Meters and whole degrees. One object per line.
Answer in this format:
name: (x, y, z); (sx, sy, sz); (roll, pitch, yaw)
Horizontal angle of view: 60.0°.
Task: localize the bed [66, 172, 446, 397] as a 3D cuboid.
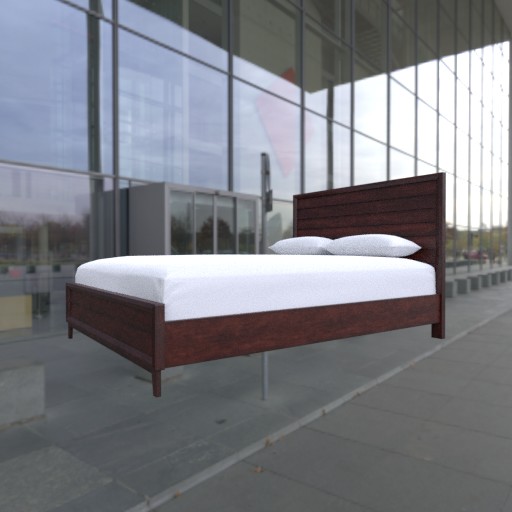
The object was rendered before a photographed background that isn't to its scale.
bed: (0.000, 0.000, 4.008); (2.803, 1.492, 2.040); (-1, 1, -36)
